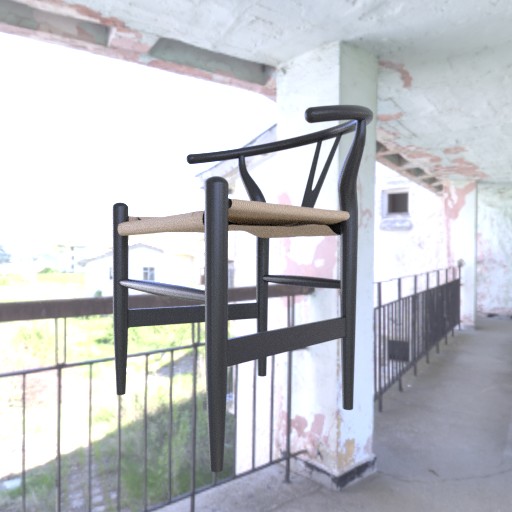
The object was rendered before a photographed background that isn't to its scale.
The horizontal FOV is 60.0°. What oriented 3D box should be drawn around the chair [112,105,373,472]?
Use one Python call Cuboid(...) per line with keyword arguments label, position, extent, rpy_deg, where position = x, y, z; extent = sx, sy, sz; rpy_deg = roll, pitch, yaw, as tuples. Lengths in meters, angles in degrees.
Cuboid(label="chair", position=(0.000, 0.000, 1.129), extent=(0.570, 0.739, 0.570), rpy_deg=(0, 1, -36))
